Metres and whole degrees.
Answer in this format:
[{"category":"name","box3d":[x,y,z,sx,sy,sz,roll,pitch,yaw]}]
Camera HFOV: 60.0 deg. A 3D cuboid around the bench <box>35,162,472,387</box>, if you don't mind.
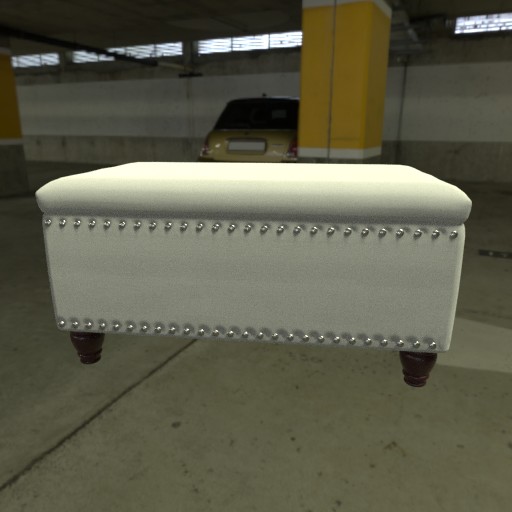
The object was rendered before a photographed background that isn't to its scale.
[{"category":"bench","box3d":[0.000,0.000,1.172,0.887,0.449,0.500,2,17,7]}]
